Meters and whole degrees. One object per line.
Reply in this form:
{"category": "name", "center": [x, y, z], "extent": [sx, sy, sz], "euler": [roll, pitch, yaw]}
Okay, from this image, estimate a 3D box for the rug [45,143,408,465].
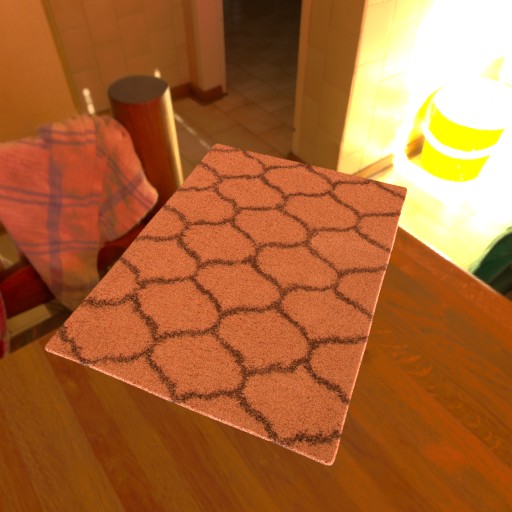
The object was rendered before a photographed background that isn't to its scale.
{"category": "rug", "center": [0.000, 0.000, 2.137], "extent": [1.200, 0.025, 1.600], "euler": [16, 49, 15]}
